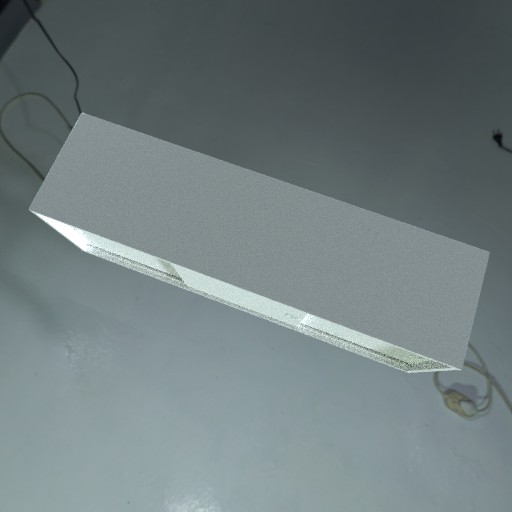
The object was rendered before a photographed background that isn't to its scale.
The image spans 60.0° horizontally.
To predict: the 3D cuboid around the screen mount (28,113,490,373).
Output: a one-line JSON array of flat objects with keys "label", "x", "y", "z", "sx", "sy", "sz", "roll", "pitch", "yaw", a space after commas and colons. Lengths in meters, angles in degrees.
[{"label": "screen mount", "x": 0.000, "y": 0.000, "z": 1.772, "sx": 1.490, "sy": 0.619, "sz": 0.400, "roll": 20, "pitch": 75, "yaw": 6}]
